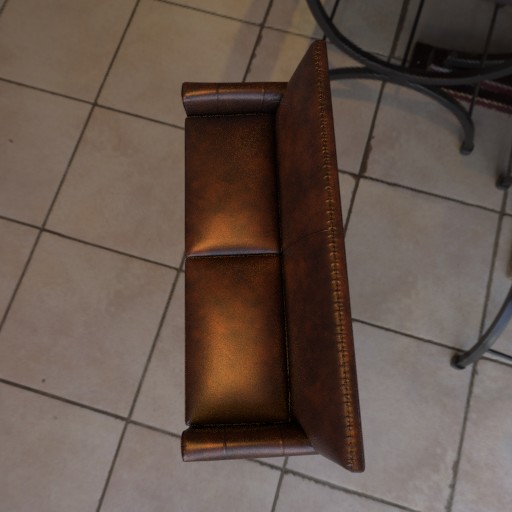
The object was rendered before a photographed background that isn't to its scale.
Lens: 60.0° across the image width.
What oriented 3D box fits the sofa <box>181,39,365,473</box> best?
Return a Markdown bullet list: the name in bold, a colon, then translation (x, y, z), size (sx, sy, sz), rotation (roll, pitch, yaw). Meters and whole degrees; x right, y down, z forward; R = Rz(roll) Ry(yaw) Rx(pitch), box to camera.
- **sofa**: translation (0.000, 0.000, 2.386), size (0.786, 0.871, 1.995), rotation (-2, 76, -1)
